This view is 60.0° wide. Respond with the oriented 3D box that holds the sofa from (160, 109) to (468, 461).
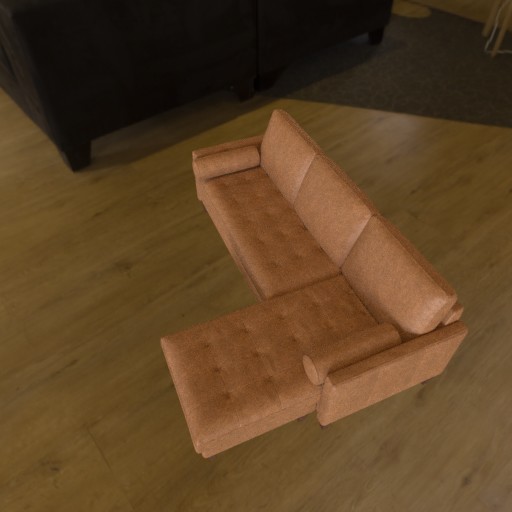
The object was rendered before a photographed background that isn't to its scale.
[{"bbox_3d":[0.000,0.000,2.914,1.506,0.876,2.178,-18,49,-16],"label":"sofa"}]
